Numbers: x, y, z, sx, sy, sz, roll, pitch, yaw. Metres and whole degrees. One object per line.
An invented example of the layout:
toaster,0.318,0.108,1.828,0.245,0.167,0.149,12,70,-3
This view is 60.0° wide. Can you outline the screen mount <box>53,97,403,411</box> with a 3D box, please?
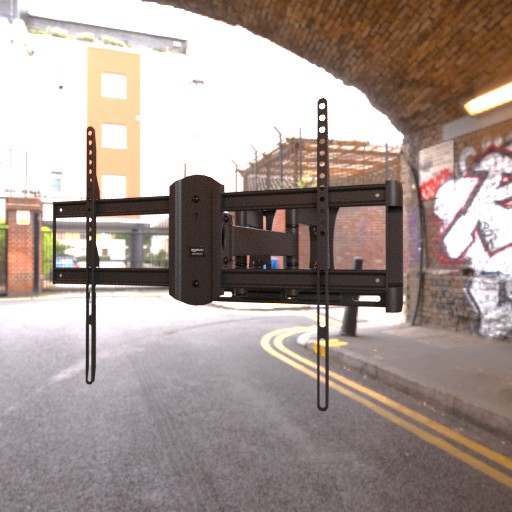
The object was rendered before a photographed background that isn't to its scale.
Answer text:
screen mount,0.000,0.000,1.068,0.661,0.491,0.644,0,0,19
